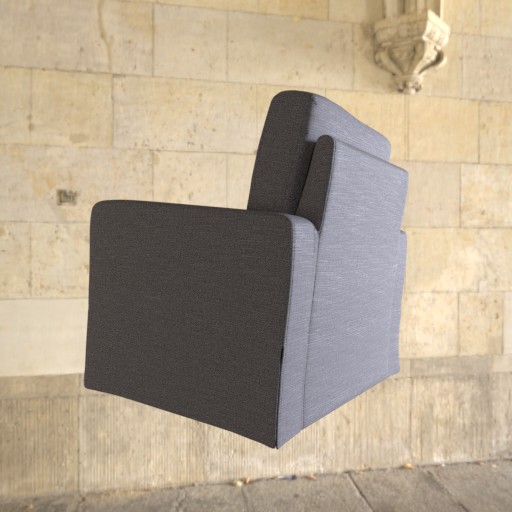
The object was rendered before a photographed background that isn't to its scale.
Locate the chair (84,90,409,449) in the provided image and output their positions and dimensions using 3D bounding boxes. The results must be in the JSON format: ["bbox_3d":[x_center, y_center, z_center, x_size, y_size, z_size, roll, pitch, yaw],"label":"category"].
[{"bbox_3d":[0.000,0.000,1.501,0.863,0.855,0.798,0,0,37],"label":"chair"}]
